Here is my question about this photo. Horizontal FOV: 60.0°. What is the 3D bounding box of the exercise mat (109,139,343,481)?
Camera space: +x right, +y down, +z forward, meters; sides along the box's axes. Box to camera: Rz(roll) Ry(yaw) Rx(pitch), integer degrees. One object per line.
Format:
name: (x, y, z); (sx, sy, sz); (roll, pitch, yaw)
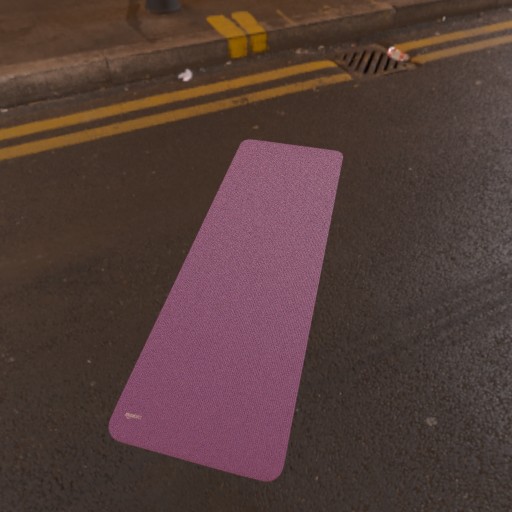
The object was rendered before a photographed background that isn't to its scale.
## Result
exercise mat: (0.000, 0.000, 2.061); (0.616, 0.021, 1.869); (10, 48, 9)
